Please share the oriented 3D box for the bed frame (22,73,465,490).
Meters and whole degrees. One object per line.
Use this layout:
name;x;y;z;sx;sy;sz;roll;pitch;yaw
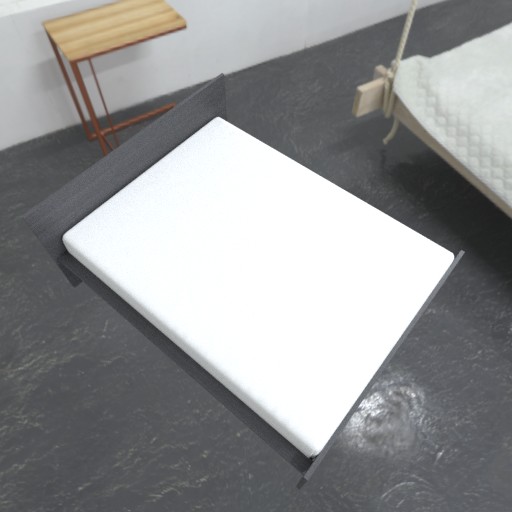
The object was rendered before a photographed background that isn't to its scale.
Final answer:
bed frame;0.000;0.000;2.739;1.960;0.800;1.622;35;64;20
